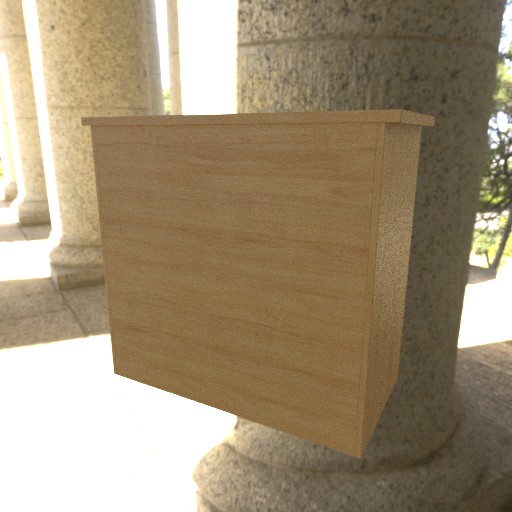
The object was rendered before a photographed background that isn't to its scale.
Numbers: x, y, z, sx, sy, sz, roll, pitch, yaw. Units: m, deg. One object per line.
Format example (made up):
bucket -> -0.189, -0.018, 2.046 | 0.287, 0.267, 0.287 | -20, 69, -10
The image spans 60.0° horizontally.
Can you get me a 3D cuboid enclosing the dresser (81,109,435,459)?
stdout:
dresser -> 0.000, 0.000, 1.220 | 0.800, 0.730, 0.410 | 8, 17, 28
